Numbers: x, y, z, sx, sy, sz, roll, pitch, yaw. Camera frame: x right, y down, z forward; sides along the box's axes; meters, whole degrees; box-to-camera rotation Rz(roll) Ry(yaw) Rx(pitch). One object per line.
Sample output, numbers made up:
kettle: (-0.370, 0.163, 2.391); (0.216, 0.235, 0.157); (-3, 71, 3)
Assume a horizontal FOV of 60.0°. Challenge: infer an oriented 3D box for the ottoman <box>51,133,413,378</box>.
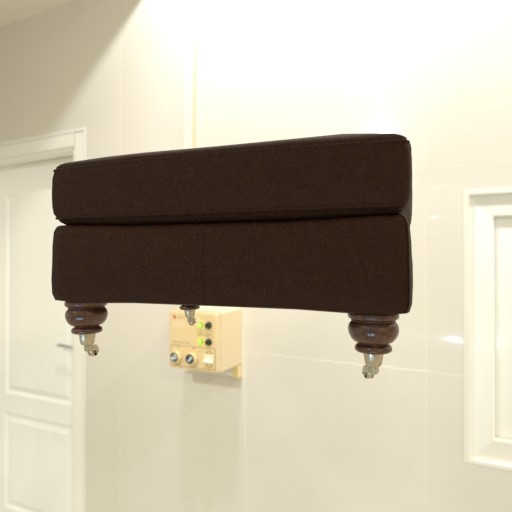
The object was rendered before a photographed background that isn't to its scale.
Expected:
ottoman: (0.000, 0.000, 1.781); (1.187, 0.730, 0.967); (0, 0, 19)
